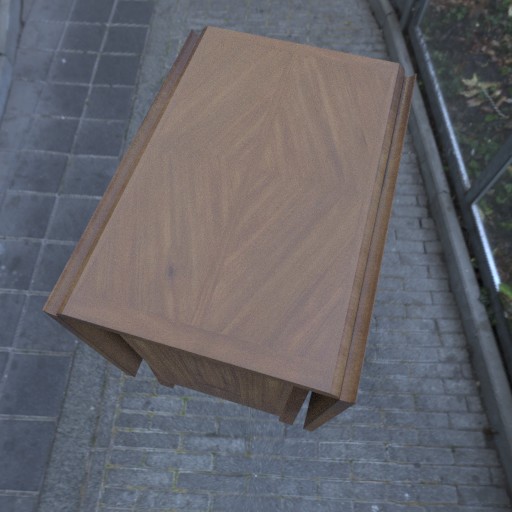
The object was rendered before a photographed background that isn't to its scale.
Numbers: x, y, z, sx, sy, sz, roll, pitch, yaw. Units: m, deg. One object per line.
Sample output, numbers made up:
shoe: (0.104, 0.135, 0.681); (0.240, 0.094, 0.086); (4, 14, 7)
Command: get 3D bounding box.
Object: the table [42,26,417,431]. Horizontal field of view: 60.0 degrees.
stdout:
table: (0.000, 0.000, 1.559); (0.701, 0.981, 0.967); (15, 65, 7)
